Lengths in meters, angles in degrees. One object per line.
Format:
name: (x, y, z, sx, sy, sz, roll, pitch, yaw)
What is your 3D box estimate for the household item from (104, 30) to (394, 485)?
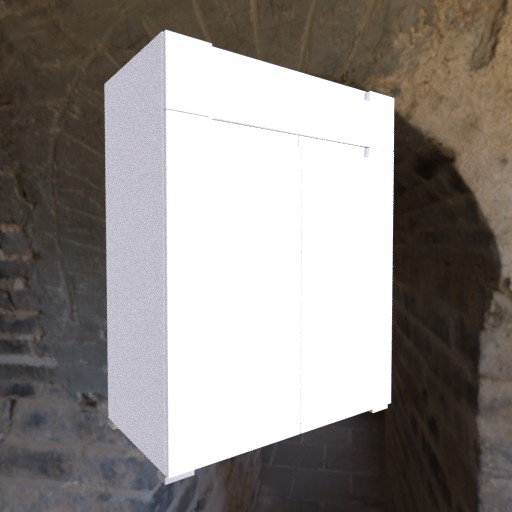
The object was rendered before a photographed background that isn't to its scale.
household item: (0.000, 0.000, 1.375, 0.790, 1.010, 0.420, -1, 2, -36)
